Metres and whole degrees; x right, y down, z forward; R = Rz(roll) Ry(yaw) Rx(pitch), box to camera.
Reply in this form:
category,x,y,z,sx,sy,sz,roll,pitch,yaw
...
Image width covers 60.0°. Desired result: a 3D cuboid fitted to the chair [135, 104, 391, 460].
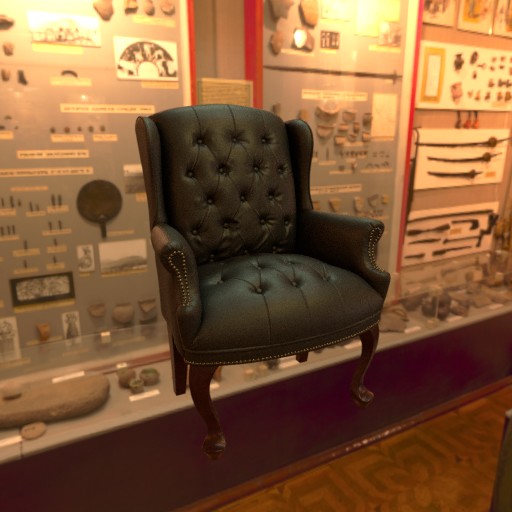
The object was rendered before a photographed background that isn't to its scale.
category,x,y,z,sx,sy,sz,roll,pitch,yaw
chair,0.000,0.000,1.657,0.838,1.111,0.762,-8,17,-26
